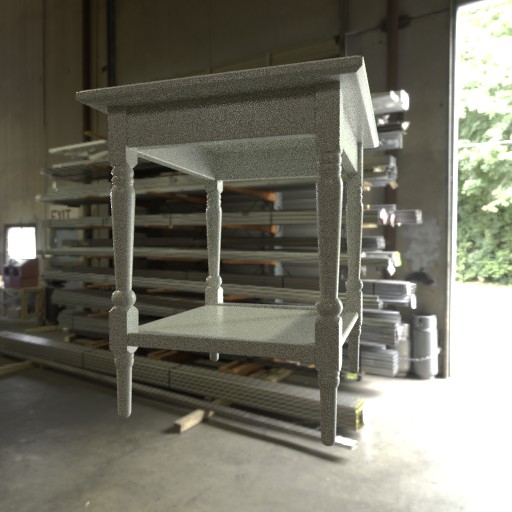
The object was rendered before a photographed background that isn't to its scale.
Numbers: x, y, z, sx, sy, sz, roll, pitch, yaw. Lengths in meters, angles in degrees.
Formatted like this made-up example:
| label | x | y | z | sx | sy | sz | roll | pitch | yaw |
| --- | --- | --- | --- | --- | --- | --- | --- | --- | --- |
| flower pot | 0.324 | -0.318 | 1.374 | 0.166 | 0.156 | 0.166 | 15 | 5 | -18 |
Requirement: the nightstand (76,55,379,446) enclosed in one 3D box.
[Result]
| label | x | y | z | sx | sy | sz | roll | pitch | yaw |
| --- | --- | --- | --- | --- | --- | --- | --- | --- | --- |
| nightstand | 0.000 | 0.000 | 0.902 | 0.459 | 0.555 | 0.505 | 0 | 1 | 18 |
